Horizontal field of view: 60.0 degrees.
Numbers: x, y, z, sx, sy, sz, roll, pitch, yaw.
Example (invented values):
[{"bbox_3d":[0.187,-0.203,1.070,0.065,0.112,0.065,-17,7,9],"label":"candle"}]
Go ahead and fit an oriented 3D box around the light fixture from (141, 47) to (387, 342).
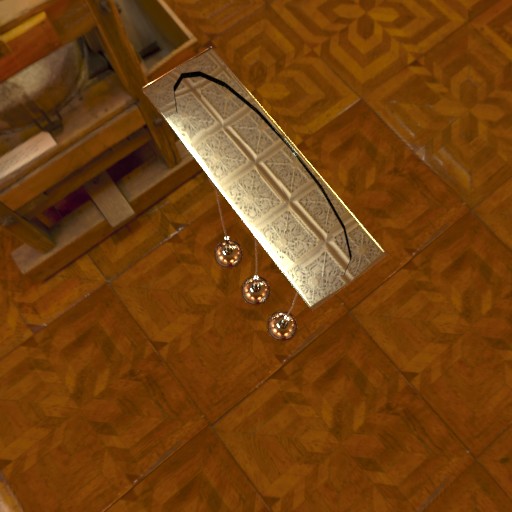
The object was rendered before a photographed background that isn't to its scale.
[{"bbox_3d":[0.000,0.000,1.606,0.188,1.408,0.623,-35,77,-9],"label":"light fixture"}]
